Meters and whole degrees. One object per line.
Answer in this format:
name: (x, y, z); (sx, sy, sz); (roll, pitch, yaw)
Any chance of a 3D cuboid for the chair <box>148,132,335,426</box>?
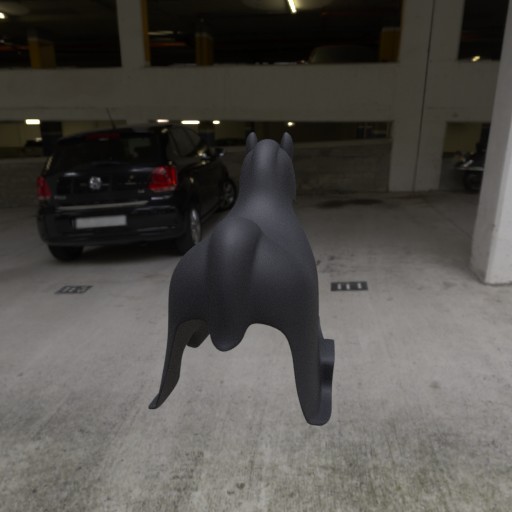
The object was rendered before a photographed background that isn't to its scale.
chair: (0.000, 0.000, 1.166); (0.429, 0.612, 0.800); (3, 17, 8)
